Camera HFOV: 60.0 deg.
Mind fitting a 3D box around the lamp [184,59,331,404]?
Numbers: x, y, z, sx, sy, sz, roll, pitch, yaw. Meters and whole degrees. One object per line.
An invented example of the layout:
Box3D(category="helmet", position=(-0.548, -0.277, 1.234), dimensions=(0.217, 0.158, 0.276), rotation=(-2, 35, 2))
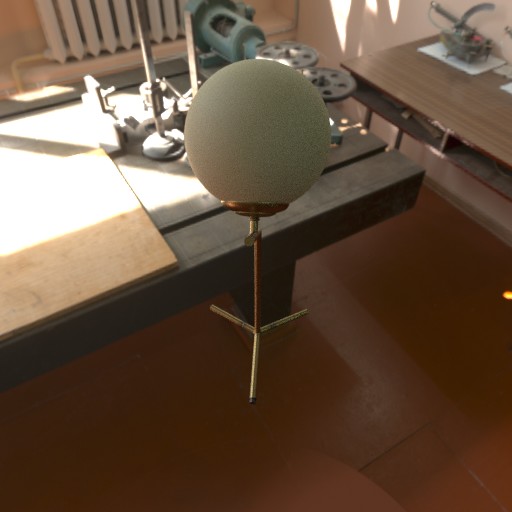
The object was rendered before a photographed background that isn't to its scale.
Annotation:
Box3D(category="lamp", position=(0.000, 0.000, 0.676), dimensions=(0.210, 0.552, 0.251), rotation=(3, 46, 3))
